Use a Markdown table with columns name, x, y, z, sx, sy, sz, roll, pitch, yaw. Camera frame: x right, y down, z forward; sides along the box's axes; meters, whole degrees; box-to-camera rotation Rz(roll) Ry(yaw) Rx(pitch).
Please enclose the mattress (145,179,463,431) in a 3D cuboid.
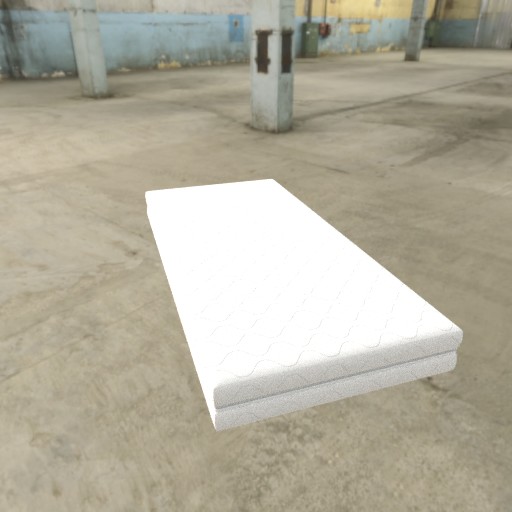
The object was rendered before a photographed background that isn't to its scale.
| name | x | y | z | sx | sy | sz | roll | pitch | yaw |
| --- | --- | --- | --- | --- | --- | --- | --- | --- | --- |
| mattress | 0.000 | 0.000 | 2.256 | 0.900 | 0.200 | 1.900 | -9 | 28 | -16 |
